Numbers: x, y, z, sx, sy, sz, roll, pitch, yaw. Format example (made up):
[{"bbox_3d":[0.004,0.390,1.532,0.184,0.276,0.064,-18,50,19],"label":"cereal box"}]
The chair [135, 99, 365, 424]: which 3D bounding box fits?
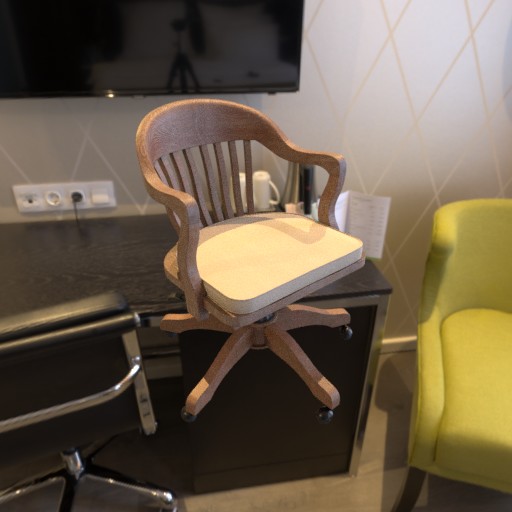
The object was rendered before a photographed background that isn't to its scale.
[{"bbox_3d":[0.000,0.000,1.463,0.750,0.878,0.788,-22,36,-33],"label":"chair"}]
